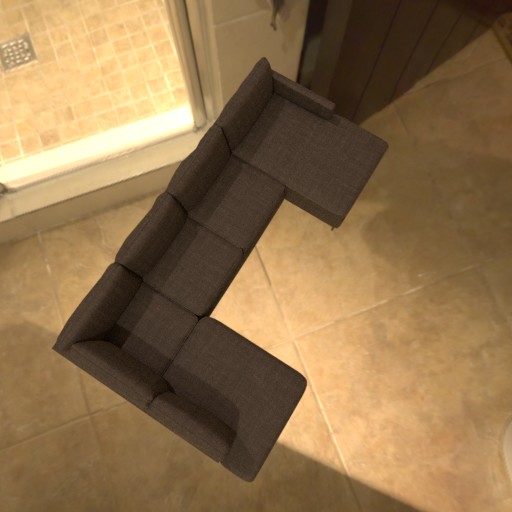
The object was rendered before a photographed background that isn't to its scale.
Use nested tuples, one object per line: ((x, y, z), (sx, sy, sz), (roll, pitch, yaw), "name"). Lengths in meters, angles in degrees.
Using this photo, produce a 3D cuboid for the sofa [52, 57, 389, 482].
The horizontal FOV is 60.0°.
((0.000, 0.000, 4.221), (2.048, 0.999, 3.423), (31, 78, 7), "sofa")
